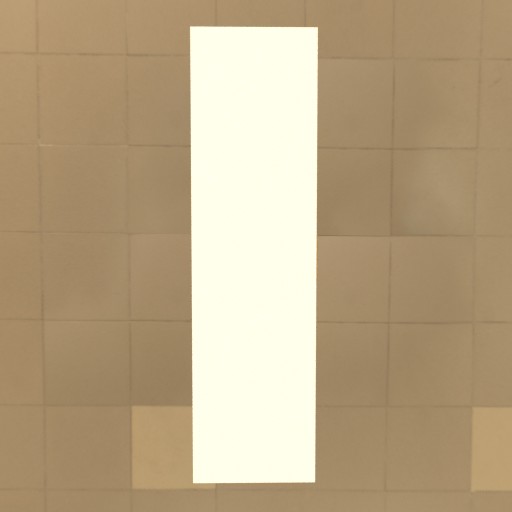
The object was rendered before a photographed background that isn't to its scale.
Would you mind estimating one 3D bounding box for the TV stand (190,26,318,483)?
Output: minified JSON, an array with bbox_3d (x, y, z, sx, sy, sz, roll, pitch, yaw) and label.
[{"bbox_3d":[0.000,0.000,1.638,0.401,0.560,1.398,0,93,-1],"label":"TV stand"}]
